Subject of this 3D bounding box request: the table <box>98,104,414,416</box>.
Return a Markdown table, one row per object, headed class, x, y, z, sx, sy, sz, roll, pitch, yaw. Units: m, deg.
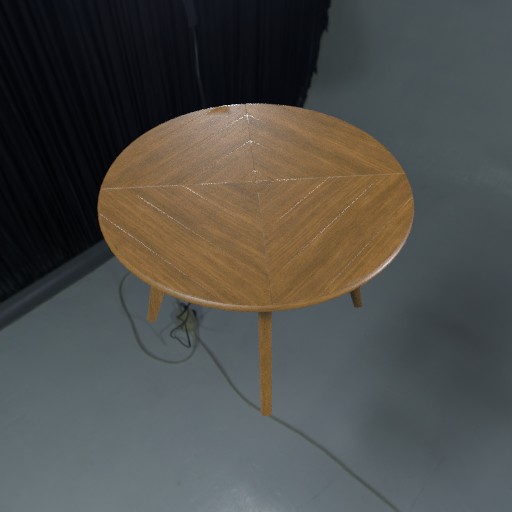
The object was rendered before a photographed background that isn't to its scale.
| class | x | y | z | sx | sy | sz | roll | pitch | yaw |
| --- | --- | --- | --- | --- | --- | --- | --- | --- | --- |
| table | 0.000 | 0.000 | 1.788 | 1.055 | 0.757 | 1.055 | 0 | 48 | 0 |
